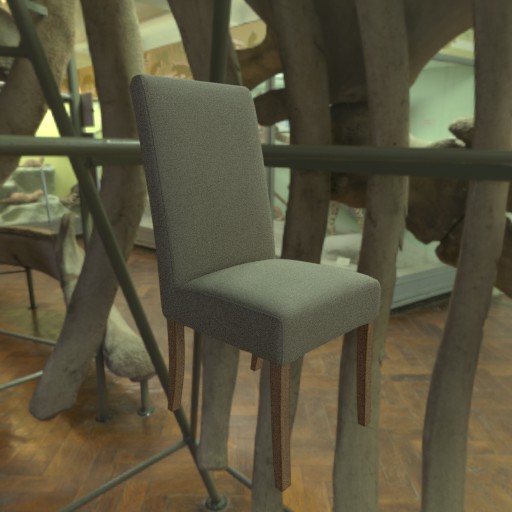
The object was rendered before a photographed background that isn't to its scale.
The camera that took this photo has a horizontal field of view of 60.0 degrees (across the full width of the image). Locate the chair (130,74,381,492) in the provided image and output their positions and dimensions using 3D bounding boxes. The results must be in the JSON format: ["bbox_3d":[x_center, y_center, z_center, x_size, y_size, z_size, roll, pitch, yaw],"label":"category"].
[{"bbox_3d":[0.000,0.000,1.327,0.450,1.033,0.611,-14,19,-43],"label":"chair"}]
